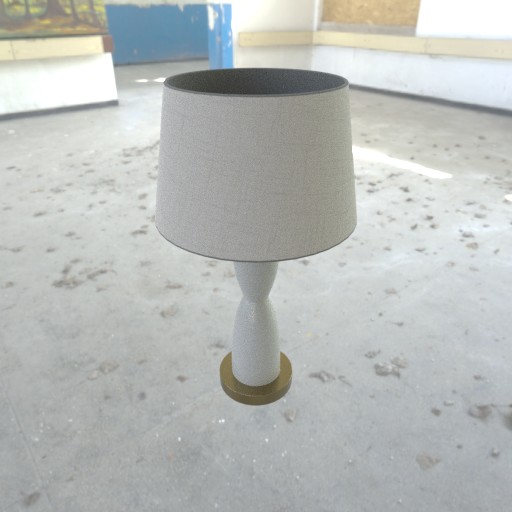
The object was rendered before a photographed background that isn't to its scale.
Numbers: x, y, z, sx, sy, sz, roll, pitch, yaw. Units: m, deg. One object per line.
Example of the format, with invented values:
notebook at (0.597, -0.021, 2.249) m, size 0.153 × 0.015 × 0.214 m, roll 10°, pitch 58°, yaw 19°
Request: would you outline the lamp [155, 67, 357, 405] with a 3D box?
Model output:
lamp at (0.000, 0.000, 0.729) m, size 0.309 × 0.545 × 0.309 m, roll 0°, pitch 30°, yaw 0°
